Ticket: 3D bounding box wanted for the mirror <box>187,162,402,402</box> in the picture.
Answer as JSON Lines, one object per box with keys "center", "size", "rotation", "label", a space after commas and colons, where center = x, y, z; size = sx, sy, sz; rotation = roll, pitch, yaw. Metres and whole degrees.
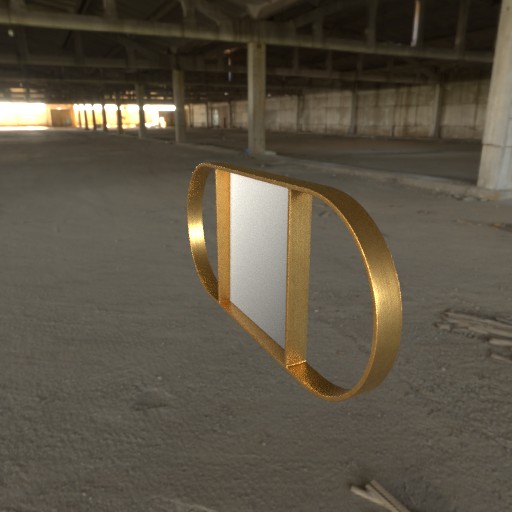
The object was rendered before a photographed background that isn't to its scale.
{"center": [0.000, 0.000, 0.679], "size": [0.032, 0.254, 0.584], "rotation": [-8, 19, -25], "label": "mirror"}
